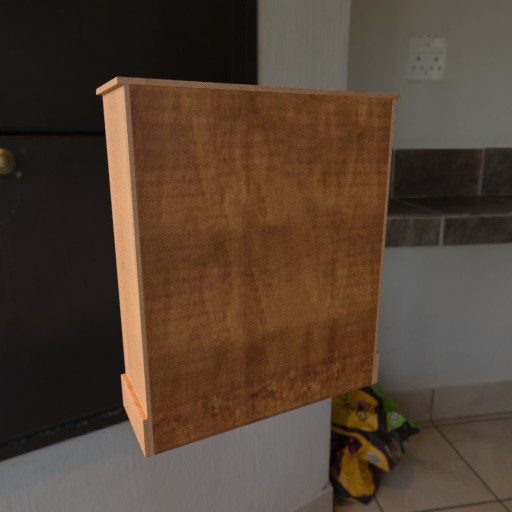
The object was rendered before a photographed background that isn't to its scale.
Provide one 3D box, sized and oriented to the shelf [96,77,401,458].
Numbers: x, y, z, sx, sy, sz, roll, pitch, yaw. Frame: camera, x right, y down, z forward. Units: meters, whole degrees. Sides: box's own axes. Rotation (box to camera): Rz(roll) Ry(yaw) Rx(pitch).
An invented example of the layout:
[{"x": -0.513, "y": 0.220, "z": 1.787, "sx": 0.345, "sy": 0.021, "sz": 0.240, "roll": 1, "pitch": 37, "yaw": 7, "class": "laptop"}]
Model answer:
[{"x": 0.000, "y": 0.000, "z": 1.406, "sx": 0.840, "sy": 0.980, "sz": 0.291, "roll": -8, "pitch": 17, "yaw": -27, "class": "shelf"}]
